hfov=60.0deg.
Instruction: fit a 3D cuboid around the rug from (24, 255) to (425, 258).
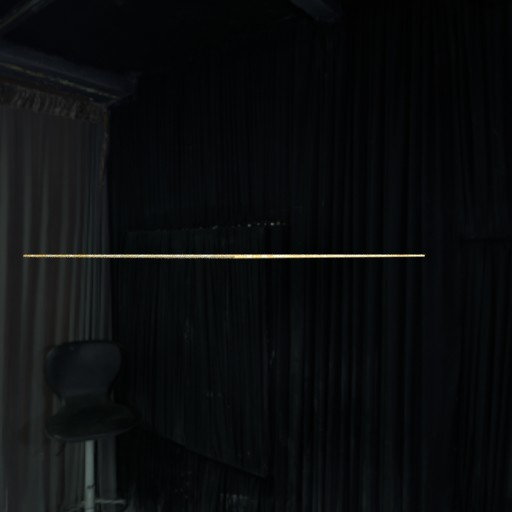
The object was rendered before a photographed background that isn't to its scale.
[{"bbox_3d":[0.000,0.000,2.324,1.213,0.010,1.829,0,0,37],"label":"rug"}]
